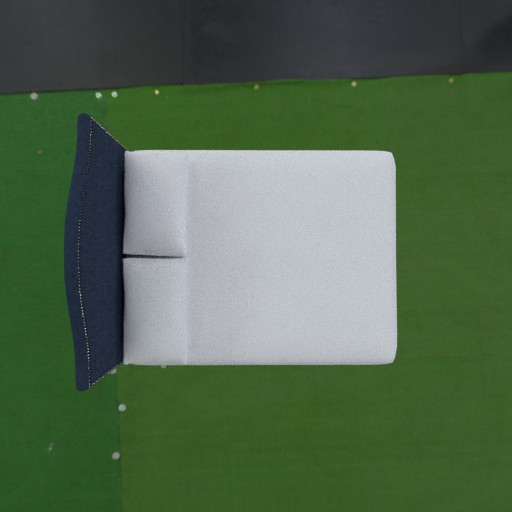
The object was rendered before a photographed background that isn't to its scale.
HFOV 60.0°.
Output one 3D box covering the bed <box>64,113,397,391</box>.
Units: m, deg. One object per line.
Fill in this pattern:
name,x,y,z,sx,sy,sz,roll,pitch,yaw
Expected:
bed,0.000,0.000,3.183,2.153,1.518,1.725,0,89,-1
